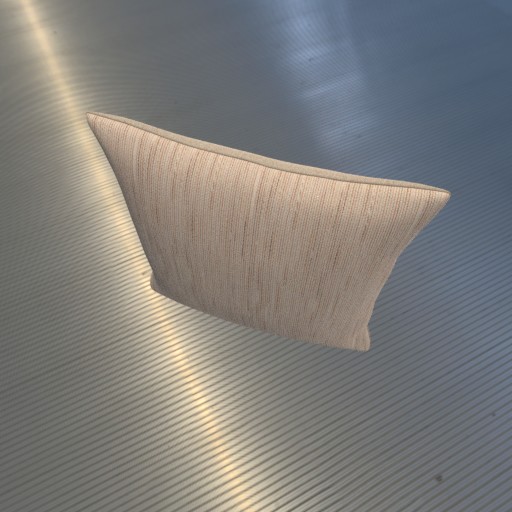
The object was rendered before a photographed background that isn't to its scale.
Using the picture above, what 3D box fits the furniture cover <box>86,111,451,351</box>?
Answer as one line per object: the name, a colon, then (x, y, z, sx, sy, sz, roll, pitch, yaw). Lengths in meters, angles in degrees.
furniture cover: (0.000, 0.000, 0.792, 0.512, 0.506, 0.178, 15, 58, 9)
